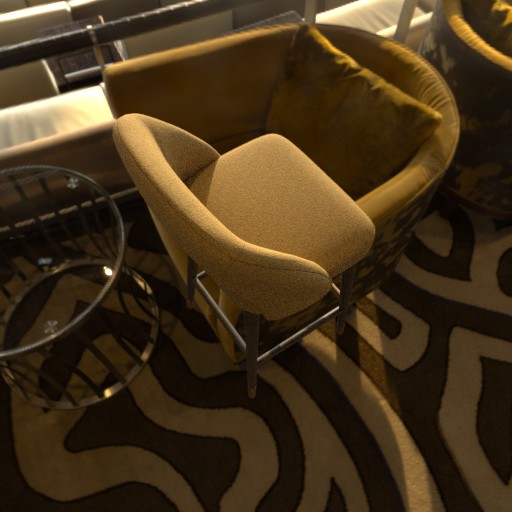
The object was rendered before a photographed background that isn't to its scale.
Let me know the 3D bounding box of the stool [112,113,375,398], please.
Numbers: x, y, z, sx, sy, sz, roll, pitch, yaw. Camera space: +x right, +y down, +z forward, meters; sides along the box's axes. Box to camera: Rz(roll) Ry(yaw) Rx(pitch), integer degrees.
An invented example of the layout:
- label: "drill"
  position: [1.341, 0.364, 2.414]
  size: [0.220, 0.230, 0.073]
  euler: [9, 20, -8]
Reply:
- label: "stool"
  position: [0.000, 0.000, 1.320]
  size: [0.522, 1.032, 0.536]
  euler: [-31, 64, -18]
